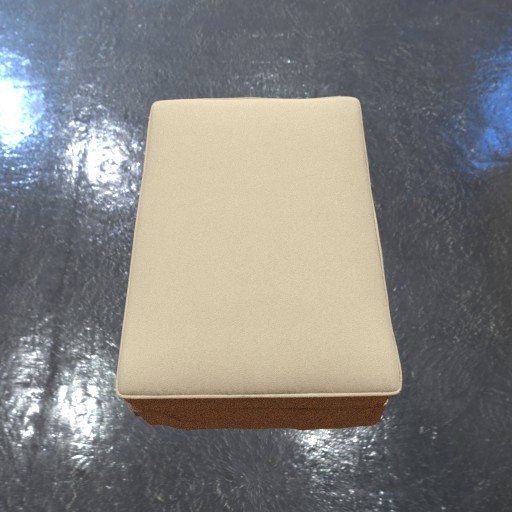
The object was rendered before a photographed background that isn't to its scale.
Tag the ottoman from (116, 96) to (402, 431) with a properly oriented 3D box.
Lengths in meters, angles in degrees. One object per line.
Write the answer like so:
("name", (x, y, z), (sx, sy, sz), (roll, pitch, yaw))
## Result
("ottoman", (0.000, 0.000, 1.341), (0.721, 0.482, 0.959), (-1, 63, 0))
